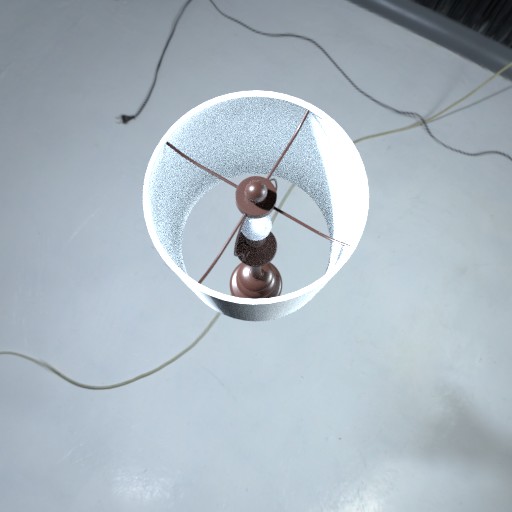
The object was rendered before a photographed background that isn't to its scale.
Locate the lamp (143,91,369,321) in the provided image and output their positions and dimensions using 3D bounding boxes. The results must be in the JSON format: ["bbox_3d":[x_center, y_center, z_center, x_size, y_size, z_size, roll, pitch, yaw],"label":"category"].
[{"bbox_3d":[0.000,0.000,0.821,0.254,0.690,0.254,30,79,6],"label":"lamp"}]
